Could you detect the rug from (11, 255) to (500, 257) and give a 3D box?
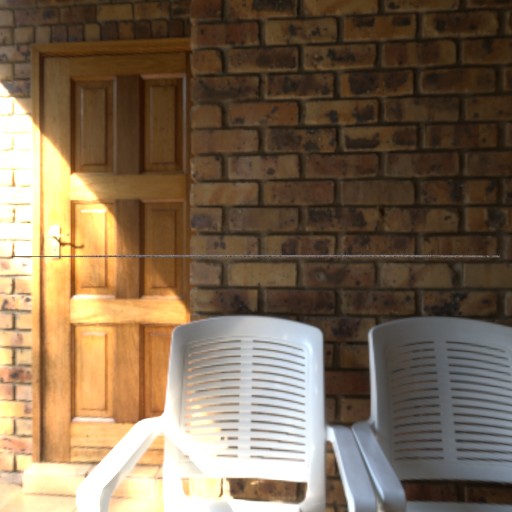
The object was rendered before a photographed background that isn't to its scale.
[{"bbox_3d":[0.000,0.000,2.954,2.428,0.007,1.519,0,0,0],"label":"rug"}]
